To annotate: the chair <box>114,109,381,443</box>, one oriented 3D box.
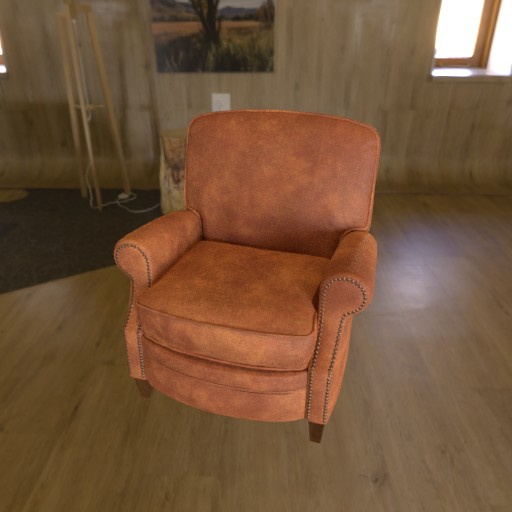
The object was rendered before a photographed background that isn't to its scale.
[{"bbox_3d":[0.000,0.000,1.762,0.936,1.018,0.986,9,29,16],"label":"chair"}]
